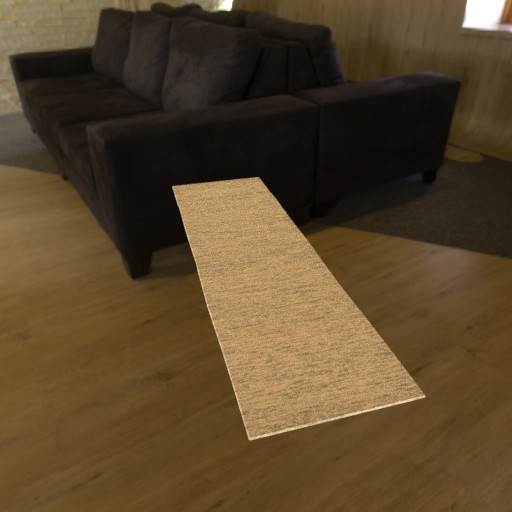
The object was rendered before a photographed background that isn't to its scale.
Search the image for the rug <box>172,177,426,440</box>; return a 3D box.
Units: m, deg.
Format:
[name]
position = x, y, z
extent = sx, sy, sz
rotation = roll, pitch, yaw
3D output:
[rug]
position = 0.000, 0.000, 2.528
extent = 0.700, 0.014, 2.290
rotation = -8, 33, -13
